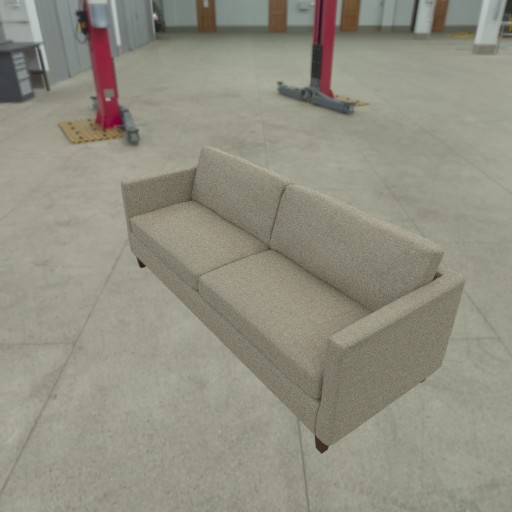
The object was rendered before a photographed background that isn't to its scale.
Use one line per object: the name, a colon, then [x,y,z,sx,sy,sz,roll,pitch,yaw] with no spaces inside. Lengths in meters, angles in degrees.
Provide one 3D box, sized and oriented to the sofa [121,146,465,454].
sofa: [0.000,0.000,3.014,0.951,0.965,2.434,-20,36,-31]
